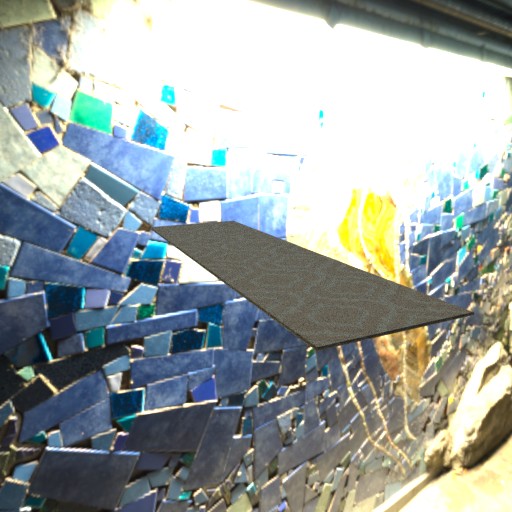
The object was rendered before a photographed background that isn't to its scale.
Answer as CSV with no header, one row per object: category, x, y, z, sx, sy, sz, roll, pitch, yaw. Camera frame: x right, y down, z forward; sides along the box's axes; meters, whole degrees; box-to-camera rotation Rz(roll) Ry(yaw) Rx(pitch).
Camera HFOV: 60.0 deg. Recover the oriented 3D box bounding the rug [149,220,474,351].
rug,0.000,0.000,2.486,0.691,0.013,2.289,-7,15,-25
